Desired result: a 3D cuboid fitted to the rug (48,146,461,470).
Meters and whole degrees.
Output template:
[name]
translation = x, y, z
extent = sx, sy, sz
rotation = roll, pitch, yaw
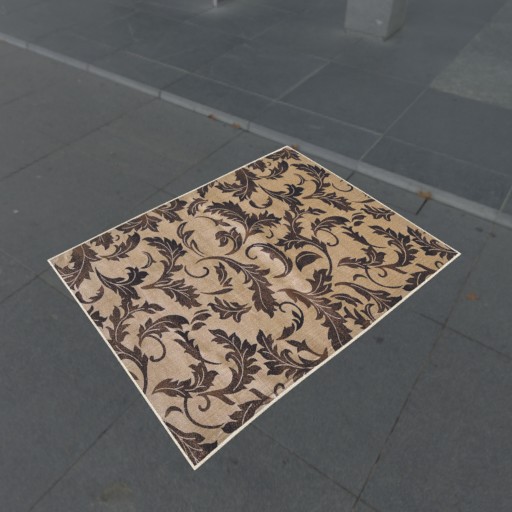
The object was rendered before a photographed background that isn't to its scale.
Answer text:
[rug]
translation = 0.000, 0.000, 4.063
extent = 2.977, 0.008, 2.380
rotation = -31, 53, -26
